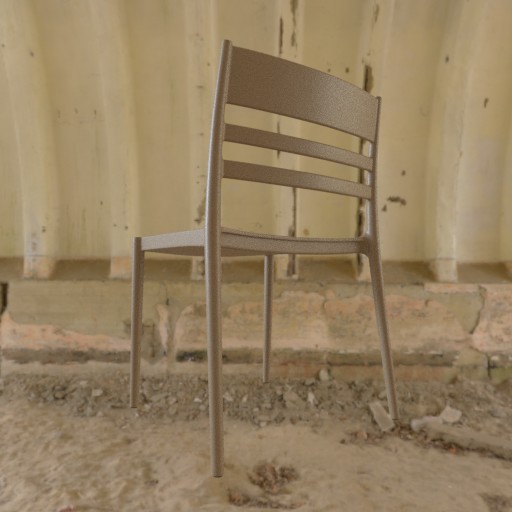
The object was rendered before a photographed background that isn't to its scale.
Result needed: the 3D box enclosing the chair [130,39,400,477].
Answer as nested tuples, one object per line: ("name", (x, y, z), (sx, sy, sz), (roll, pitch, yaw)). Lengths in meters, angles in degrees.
("chair", (0.000, 0.000, 1.132), (0.531, 0.800, 0.511), (2, -3, -37))
